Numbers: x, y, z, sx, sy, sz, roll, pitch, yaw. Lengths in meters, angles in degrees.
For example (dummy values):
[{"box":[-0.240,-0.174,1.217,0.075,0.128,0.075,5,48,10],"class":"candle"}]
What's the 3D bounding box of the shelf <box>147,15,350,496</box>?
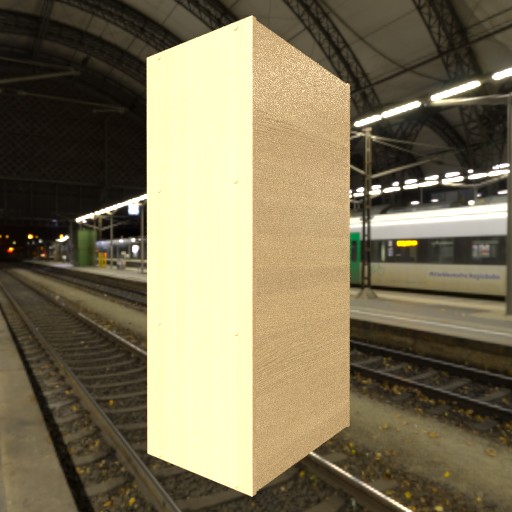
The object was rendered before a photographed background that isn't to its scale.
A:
[{"box":[0.000,0.000,1.061,0.292,0.876,0.417,0,0,37],"class":"shelf"}]
